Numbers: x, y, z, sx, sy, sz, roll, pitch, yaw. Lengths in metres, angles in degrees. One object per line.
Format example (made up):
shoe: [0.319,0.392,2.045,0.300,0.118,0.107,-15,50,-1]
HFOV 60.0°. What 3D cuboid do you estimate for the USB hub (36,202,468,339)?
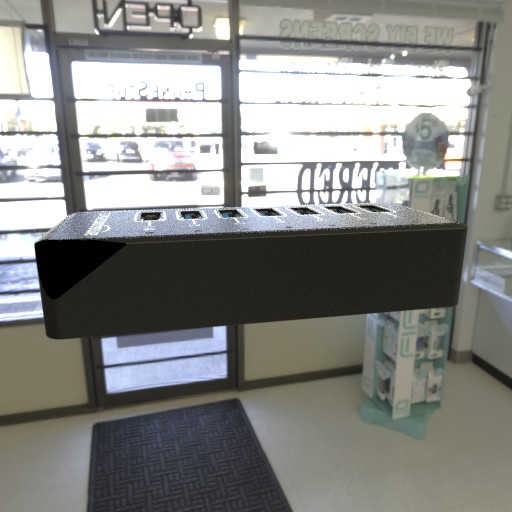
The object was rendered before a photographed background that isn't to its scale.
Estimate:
USB hub: [0.000,0.000,0.130,0.110,0.023,0.044,-3,15,-11]
